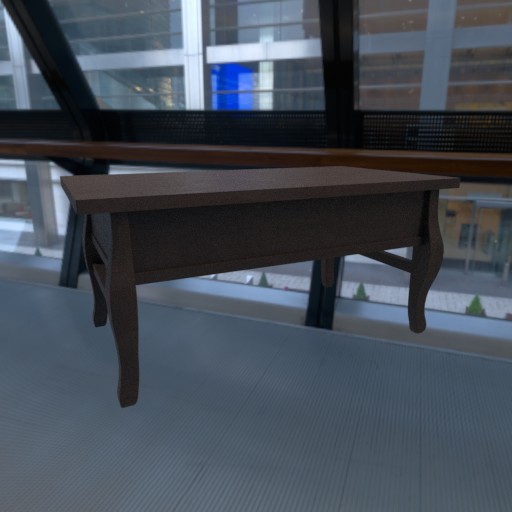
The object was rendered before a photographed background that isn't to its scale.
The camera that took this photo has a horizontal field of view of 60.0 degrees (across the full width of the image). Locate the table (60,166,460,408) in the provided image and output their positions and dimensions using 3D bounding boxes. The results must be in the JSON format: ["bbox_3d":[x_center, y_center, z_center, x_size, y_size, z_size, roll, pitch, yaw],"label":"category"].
[{"bbox_3d":[0.000,0.000,1.403,1.062,0.494,0.600,-7,17,-25],"label":"table"}]
